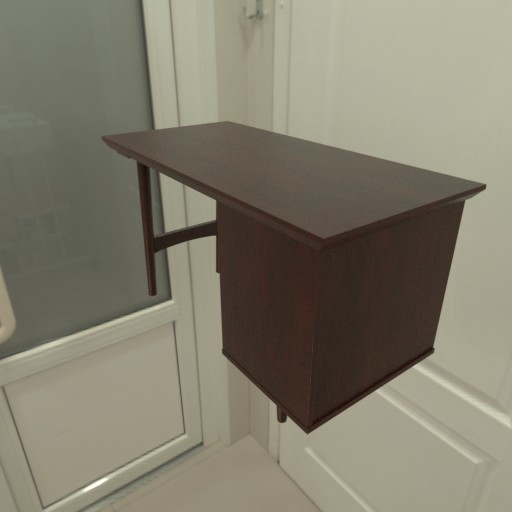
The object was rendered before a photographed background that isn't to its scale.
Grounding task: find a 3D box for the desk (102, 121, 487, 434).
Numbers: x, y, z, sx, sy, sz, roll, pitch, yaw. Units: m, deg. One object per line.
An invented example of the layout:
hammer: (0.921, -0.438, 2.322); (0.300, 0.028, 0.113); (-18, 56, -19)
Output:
desk: (0.000, 0.000, 1.665); (0.612, 0.758, 1.277); (-18, 31, -32)
